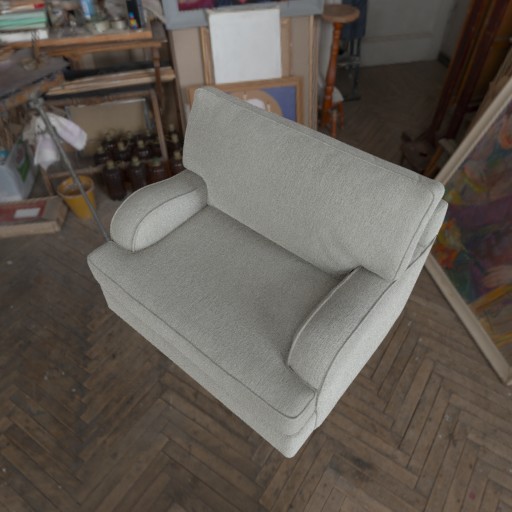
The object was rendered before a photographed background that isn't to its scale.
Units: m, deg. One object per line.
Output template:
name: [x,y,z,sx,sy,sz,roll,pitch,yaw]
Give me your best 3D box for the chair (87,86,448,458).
chair: [0.000,0.000,1.999,1.220,1.016,1.041,32,55,26]
